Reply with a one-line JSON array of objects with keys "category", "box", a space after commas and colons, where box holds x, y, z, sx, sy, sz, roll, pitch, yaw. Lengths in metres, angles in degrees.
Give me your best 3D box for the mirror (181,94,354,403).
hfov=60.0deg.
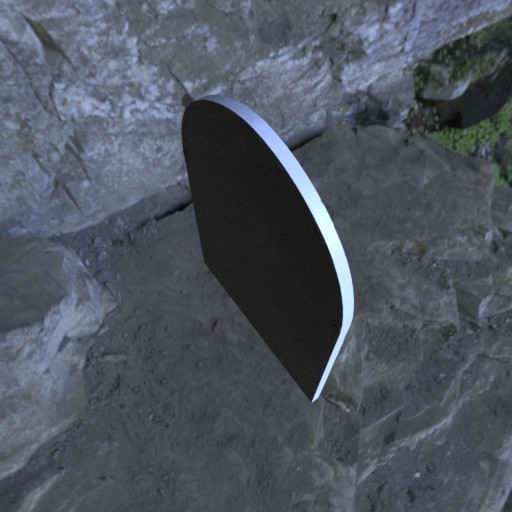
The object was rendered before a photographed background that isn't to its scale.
[{"category": "mirror", "box": [0.000, 0.000, 1.208, 0.032, 0.920, 0.660, -31, 63, -18]}]
